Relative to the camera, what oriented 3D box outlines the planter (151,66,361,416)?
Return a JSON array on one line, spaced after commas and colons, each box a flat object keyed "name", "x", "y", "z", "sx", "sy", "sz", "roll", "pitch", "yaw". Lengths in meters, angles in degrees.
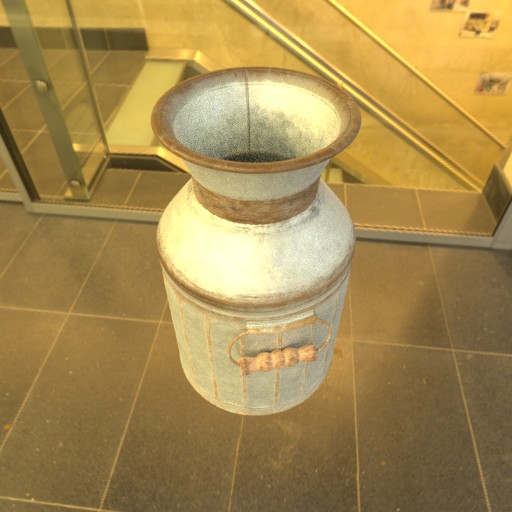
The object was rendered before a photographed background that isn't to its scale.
[{"name": "planter", "x": 0.000, "y": 0.000, "z": 0.503, "sx": 0.215, "sy": 0.358, "sz": 0.248, "roll": -9, "pitch": 46, "yaw": -9}]
